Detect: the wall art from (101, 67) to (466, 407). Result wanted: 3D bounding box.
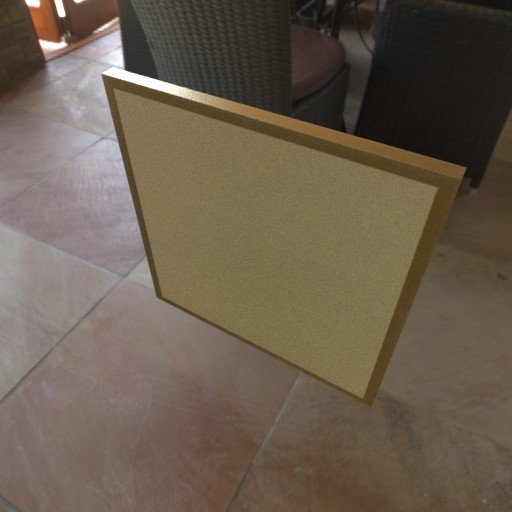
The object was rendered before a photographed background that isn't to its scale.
[{"bbox_3d":[0.000,0.000,1.103,0.762,0.760,0.037,23,49,21],"label":"wall art"}]
